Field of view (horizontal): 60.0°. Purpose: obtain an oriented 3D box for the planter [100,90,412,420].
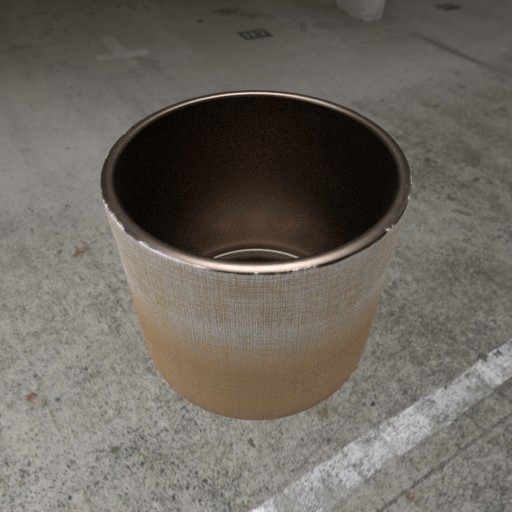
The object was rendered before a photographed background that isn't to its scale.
[{"bbox_3d":[0.000,0.000,0.387,0.221,0.201,0.221,0,46,0],"label":"planter"}]
